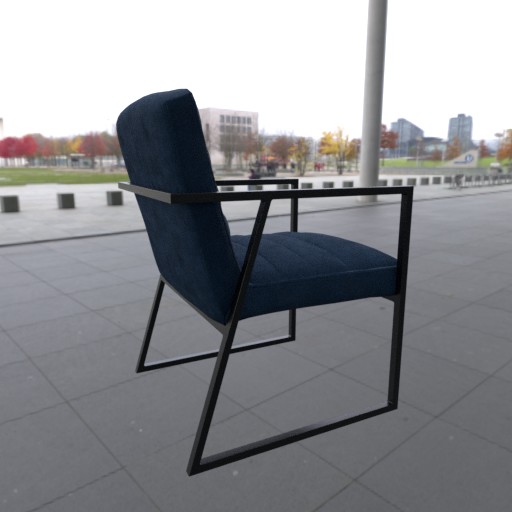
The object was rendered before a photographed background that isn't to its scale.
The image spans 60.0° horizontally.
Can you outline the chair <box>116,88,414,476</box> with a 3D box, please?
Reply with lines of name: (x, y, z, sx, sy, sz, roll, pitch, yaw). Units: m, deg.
chair: (0.000, 0.000, 1.279, 0.677, 0.833, 0.571, -6, 13, -26)
